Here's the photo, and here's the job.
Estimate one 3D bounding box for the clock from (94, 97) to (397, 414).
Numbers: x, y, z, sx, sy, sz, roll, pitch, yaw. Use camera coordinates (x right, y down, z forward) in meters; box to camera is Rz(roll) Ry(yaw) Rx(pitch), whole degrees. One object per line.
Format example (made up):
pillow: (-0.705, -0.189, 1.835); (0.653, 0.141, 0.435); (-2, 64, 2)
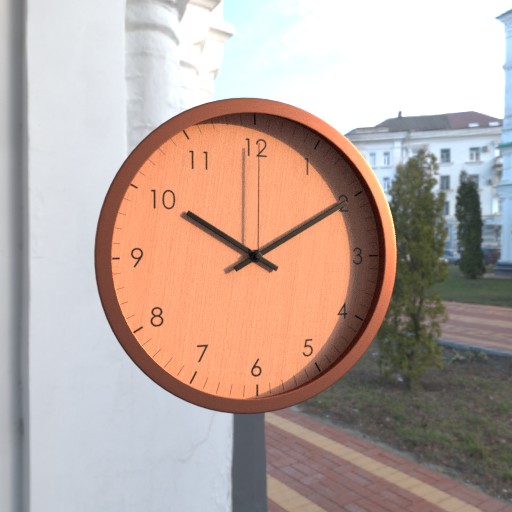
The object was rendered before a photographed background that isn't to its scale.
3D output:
clock: (0.000, 0.000, 0.458); (0.313, 0.313, 0.040); (0, 1, -18)
